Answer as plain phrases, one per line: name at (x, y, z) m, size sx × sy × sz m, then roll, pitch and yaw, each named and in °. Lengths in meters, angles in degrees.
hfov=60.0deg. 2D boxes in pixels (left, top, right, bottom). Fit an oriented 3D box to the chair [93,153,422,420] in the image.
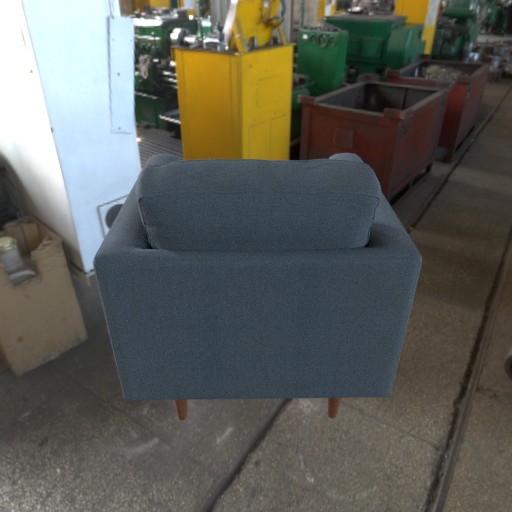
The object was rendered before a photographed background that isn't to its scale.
chair at (0.000, 0.000, 1.577) m, size 0.855 × 0.922 × 0.820 m, roll 0°, pitch 33°, yaw -1°
